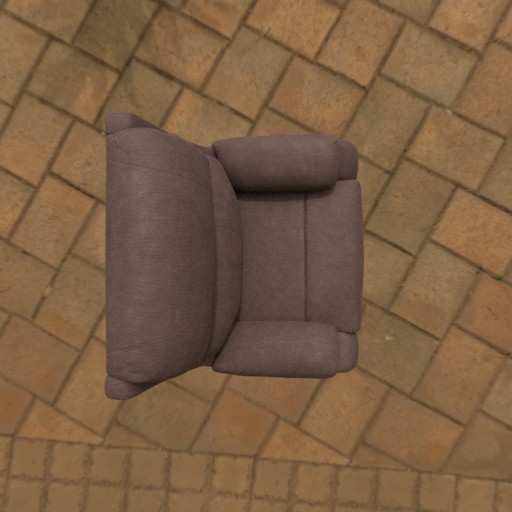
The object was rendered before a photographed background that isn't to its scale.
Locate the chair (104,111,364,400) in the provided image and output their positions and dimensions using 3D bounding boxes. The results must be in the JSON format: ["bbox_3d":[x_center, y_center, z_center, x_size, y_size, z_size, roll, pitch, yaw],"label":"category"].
[{"bbox_3d":[0.000,0.000,1.716,0.899,1.011,0.930,0,90,1],"label":"chair"}]
